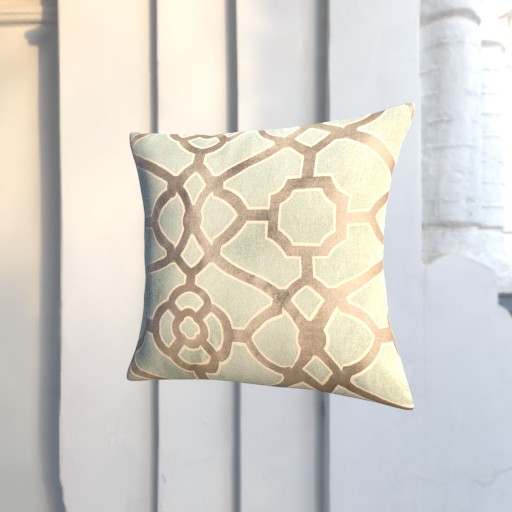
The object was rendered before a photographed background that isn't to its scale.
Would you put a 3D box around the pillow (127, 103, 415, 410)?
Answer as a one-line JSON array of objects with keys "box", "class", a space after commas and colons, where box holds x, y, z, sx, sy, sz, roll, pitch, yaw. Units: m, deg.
[{"box": [0.000, 0.000, 0.819, 0.552, 0.508, 0.166, 0, 0, 19], "class": "pillow"}]
